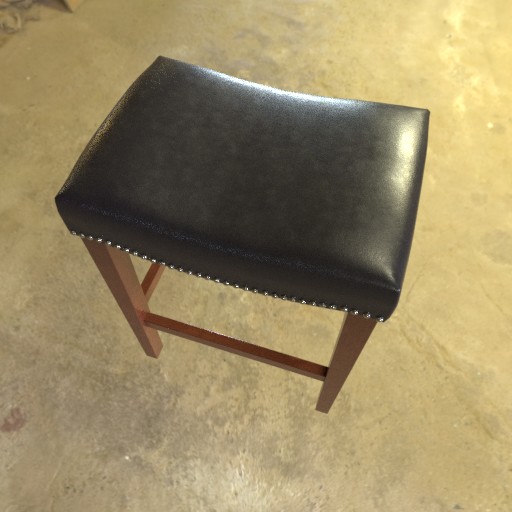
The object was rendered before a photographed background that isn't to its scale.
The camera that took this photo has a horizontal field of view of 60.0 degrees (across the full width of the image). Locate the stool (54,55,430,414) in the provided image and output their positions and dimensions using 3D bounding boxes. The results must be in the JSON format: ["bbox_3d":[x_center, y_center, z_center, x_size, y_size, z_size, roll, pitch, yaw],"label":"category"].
[{"bbox_3d":[0.000,0.000,0.929,0.504,0.654,0.372,15,59,9],"label":"stool"}]
